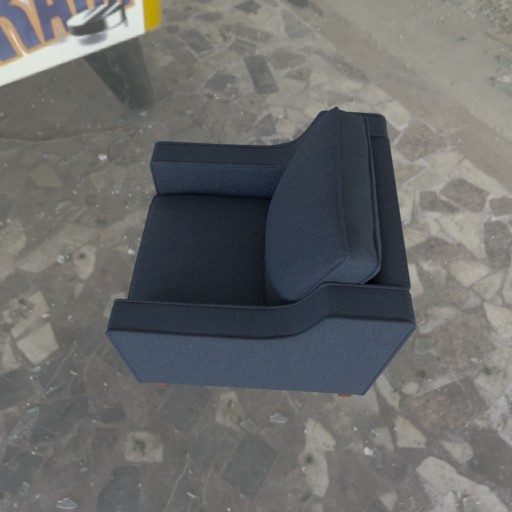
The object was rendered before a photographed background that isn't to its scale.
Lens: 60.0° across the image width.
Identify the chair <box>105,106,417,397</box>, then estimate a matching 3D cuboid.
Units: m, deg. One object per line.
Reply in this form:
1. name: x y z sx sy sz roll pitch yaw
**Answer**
1. chair: 0.000 0.000 1.687 0.909 0.960 0.831 3 57 2
